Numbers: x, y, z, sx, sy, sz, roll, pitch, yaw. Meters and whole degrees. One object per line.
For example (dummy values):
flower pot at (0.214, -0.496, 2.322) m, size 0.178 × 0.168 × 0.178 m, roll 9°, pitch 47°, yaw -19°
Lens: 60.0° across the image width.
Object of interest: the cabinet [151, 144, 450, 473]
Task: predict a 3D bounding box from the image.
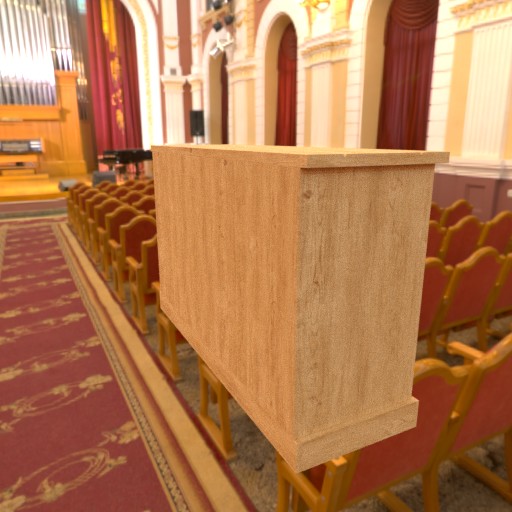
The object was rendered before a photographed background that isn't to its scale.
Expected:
cabinet at (0.000, 0.000, 1.703) m, size 0.432 × 0.810 × 1.321 m, roll -8°, pitch 17°, yaw -26°
